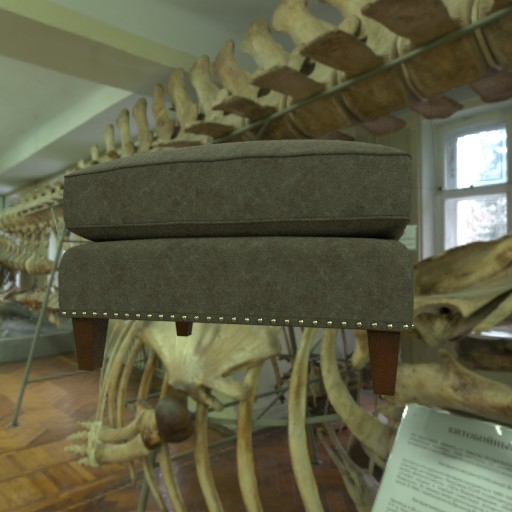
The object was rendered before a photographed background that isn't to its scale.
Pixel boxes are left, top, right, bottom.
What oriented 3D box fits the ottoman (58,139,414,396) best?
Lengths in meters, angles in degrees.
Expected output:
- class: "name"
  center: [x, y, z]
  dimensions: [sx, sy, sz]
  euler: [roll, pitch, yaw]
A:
- class: "ottoman"
  center: [0.000, 0.000, 1.139]
  dimensions: [0.741, 0.513, 0.584]
  euler: [0, -1, 17]
